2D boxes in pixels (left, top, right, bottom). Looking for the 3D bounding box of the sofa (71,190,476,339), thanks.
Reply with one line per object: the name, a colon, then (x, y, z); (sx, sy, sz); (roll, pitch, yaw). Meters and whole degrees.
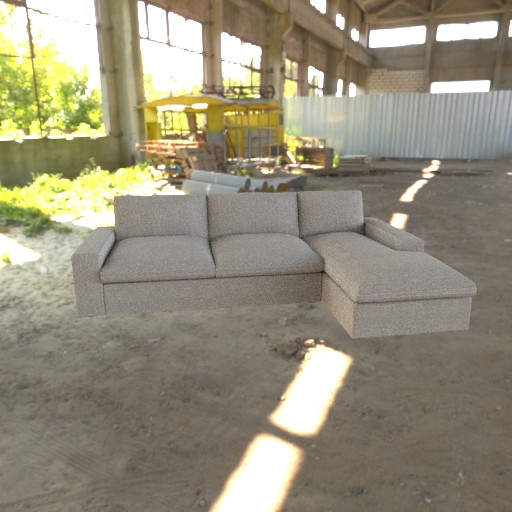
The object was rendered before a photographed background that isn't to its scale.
sofa: (0.000, 0.000, 3.514); (2.718, 0.813, 1.689); (-3, 16, -9)
